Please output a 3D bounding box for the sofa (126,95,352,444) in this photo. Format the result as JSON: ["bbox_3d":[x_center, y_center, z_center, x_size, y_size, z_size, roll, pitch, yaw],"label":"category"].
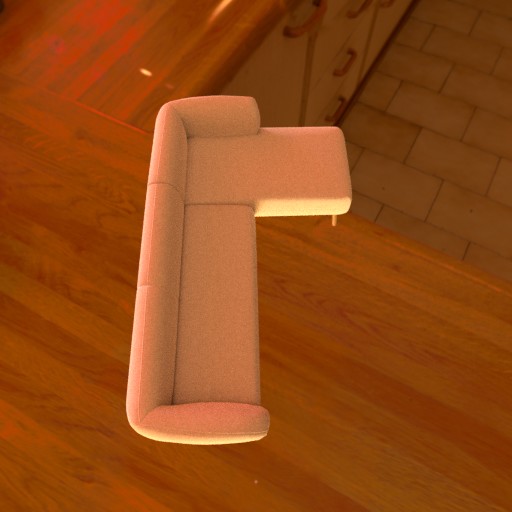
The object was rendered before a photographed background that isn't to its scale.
[{"bbox_3d":[0.000,0.000,3.369,1.610,0.730,2.660,-1,63,-1],"label":"sofa"}]
